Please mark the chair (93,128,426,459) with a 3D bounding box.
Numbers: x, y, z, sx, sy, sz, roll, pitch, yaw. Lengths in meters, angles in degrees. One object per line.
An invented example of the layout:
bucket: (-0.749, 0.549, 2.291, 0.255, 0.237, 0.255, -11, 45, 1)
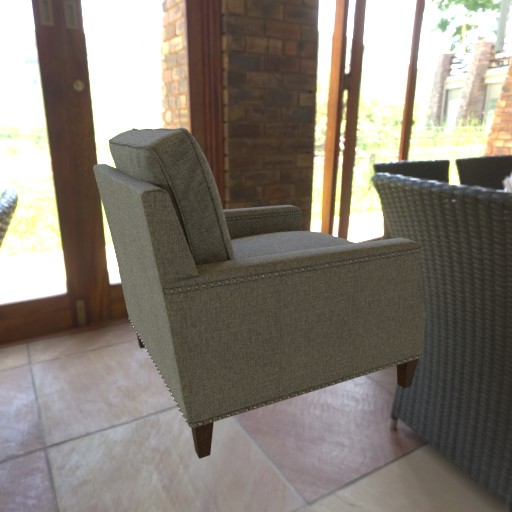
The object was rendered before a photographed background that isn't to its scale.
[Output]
chair: (0.000, 0.000, 1.693, 1.014, 0.943, 0.853, -8, 18, -26)
